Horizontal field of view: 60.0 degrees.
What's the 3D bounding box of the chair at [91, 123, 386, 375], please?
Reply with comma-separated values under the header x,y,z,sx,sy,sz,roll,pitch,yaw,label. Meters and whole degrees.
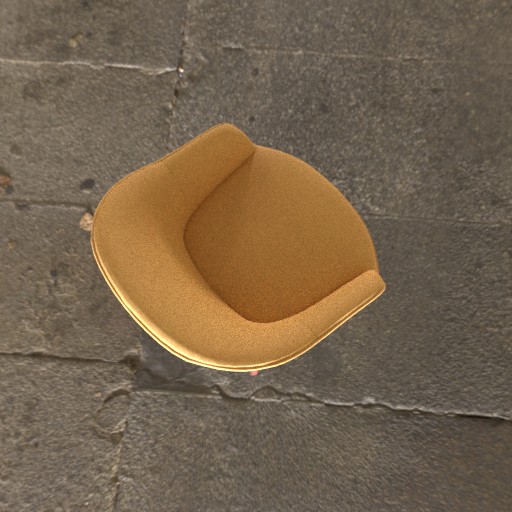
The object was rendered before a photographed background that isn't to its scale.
x,y,z,sx,sy,sz,roll,pitch,yaw,label
0.000,0.000,1.249,0.635,0.823,0.596,-40,78,-10,chair
